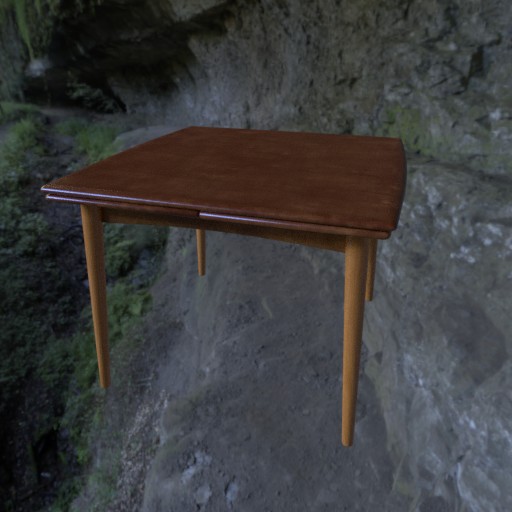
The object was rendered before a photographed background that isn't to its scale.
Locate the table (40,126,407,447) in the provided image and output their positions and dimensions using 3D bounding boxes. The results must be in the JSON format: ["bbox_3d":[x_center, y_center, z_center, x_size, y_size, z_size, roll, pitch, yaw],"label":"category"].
[{"bbox_3d":[0.000,0.000,1.681,0.991,0.754,0.991,8,27,15],"label":"table"}]
